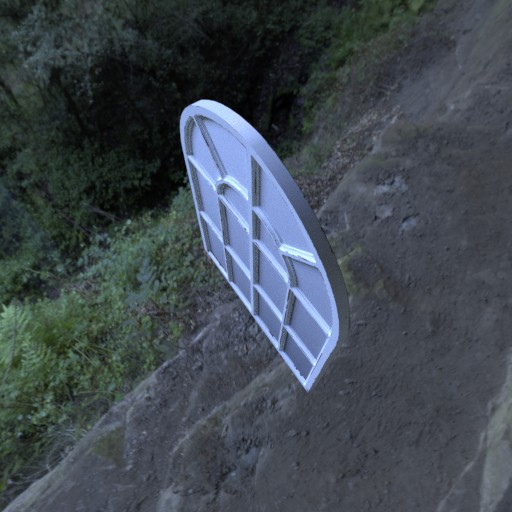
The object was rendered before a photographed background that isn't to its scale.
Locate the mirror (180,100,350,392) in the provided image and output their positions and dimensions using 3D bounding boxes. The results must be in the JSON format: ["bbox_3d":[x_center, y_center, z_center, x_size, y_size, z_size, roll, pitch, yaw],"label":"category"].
[{"bbox_3d":[0.000,0.000,1.201,0.032,0.920,0.660,-32,67,-15],"label":"mirror"}]
